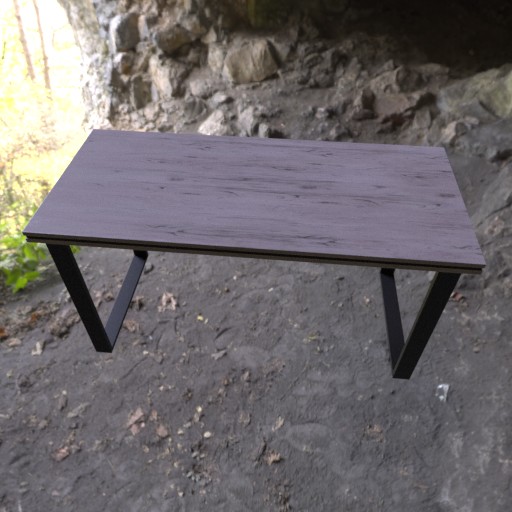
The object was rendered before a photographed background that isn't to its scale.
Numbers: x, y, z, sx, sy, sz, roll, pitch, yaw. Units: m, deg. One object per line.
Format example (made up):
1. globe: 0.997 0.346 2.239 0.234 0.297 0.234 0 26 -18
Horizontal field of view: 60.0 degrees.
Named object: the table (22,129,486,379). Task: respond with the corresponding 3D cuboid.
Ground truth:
1. table: 0.000 0.000 2.284 1.778 0.899 0.795 4 46 4
